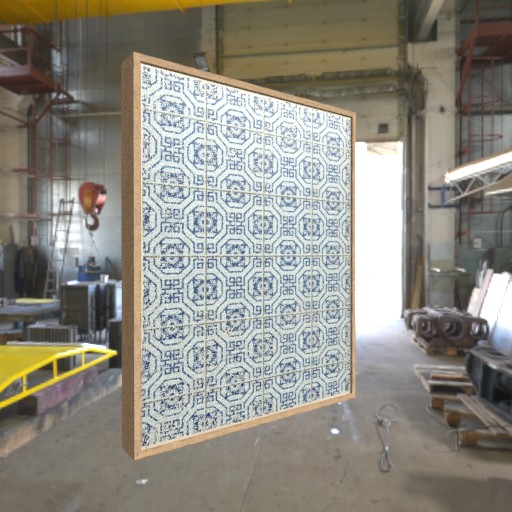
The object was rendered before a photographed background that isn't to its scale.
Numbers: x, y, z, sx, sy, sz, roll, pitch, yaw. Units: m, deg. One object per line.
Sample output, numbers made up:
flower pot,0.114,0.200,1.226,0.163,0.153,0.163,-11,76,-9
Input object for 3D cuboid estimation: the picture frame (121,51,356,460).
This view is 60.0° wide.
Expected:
picture frame,0.000,0.000,0.712,0.421,0.526,0.046,0,1,-36
